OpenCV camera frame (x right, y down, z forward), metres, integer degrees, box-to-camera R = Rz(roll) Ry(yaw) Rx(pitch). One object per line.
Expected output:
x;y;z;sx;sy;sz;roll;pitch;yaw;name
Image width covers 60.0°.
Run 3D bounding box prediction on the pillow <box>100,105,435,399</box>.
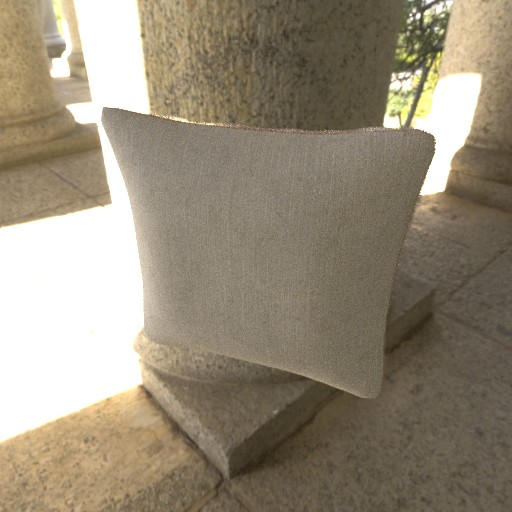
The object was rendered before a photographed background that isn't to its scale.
0.000;0.000;0.818;0.538;0.525;0.216;10;33;15;pillow
